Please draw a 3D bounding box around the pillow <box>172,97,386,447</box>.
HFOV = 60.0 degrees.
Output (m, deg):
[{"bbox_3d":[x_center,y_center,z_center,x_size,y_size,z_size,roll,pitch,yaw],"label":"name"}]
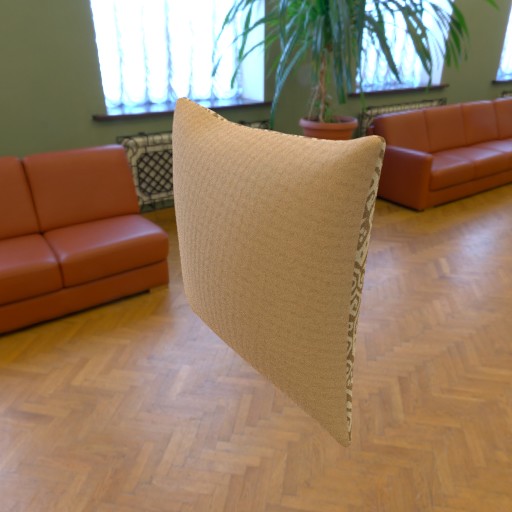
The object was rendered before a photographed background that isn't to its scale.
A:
[{"bbox_3d":[0.000,0.000,0.652,0.173,0.407,0.419,-18,31,-32],"label":"pillow"}]
